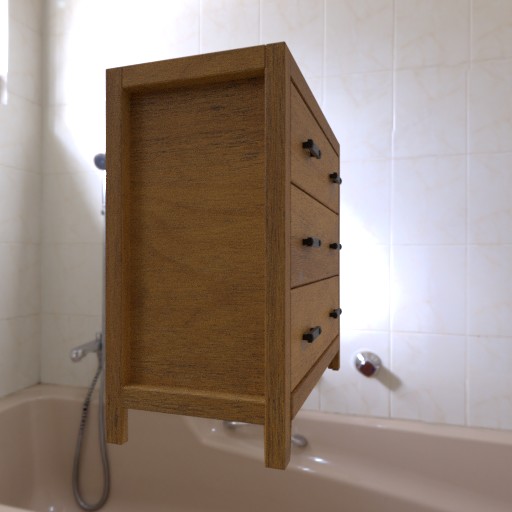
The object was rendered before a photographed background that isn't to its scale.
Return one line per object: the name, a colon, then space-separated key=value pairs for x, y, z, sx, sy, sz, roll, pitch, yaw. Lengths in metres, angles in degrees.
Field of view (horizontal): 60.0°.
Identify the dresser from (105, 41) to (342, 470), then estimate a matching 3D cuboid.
dresser: x=0.000 y=0.000 z=1.268 sx=0.427 sy=0.804 sz=0.804 roll=0 pitch=0 yaw=18
